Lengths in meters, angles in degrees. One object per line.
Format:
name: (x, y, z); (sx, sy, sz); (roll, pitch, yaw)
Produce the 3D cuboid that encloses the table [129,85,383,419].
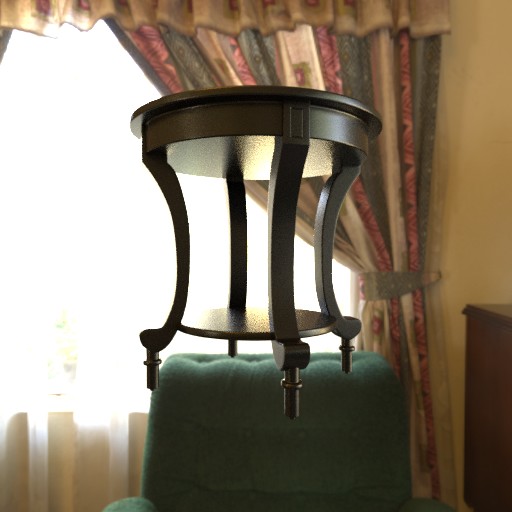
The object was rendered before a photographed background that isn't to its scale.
table: (0.000, 0.000, 1.089); (0.597, 0.618, 0.597); (0, 1, 0)
